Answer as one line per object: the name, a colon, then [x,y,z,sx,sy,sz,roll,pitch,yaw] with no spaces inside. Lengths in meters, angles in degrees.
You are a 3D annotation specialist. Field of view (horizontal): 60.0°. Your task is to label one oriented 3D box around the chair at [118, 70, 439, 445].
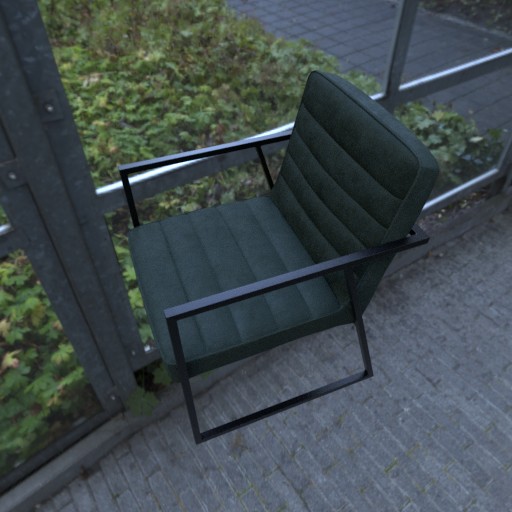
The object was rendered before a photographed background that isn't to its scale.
chair: [0.000,0.000,1.284,0.677,0.833,0.571,-16,47,-15]
